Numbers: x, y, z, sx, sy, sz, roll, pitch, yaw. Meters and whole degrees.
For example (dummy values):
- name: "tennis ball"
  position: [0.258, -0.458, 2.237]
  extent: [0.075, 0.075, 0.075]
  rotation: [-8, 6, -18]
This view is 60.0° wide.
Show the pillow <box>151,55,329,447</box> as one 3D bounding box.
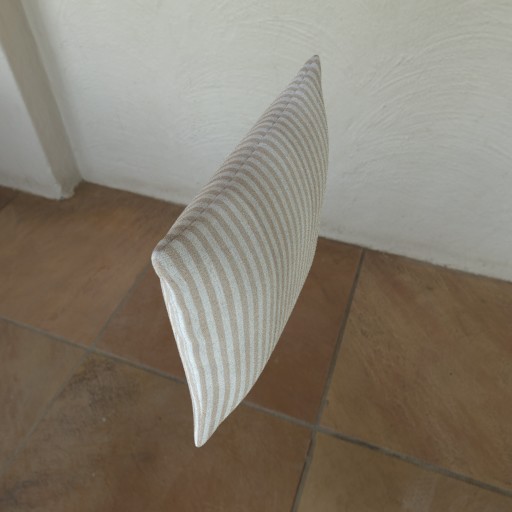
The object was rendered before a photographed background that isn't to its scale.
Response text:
- name: "pillow"
  position: [0.000, 0.000, 0.777]
  extent: [0.166, 0.510, 0.523]
  rotation: [17, 49, 16]
